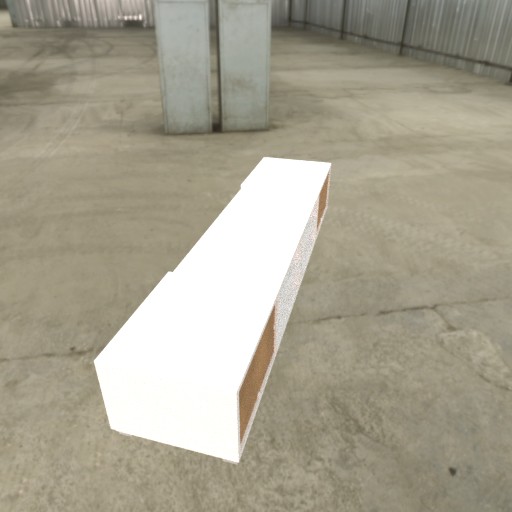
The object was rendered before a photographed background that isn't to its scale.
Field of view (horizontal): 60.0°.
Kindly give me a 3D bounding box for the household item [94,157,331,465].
[{"bbox_3d":[0.000,0.000,2.032,0.420,0.310,1.850,8,32,14],"label":"household item"}]
